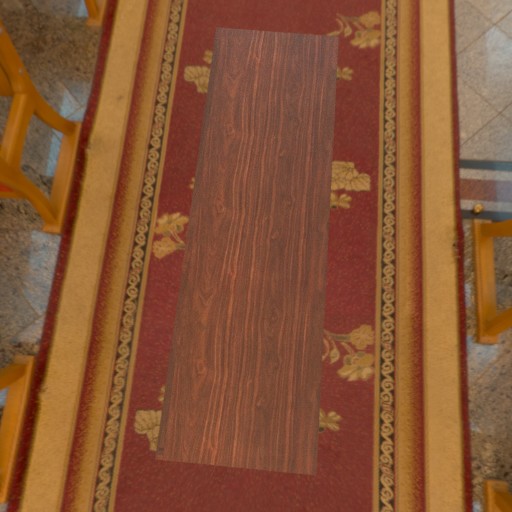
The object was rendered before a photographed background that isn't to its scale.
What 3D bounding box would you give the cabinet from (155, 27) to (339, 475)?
[{"bbox_3d":[0.000,0.000,1.983,0.505,0.940,1.575,5,74,1],"label":"cabinet"}]
